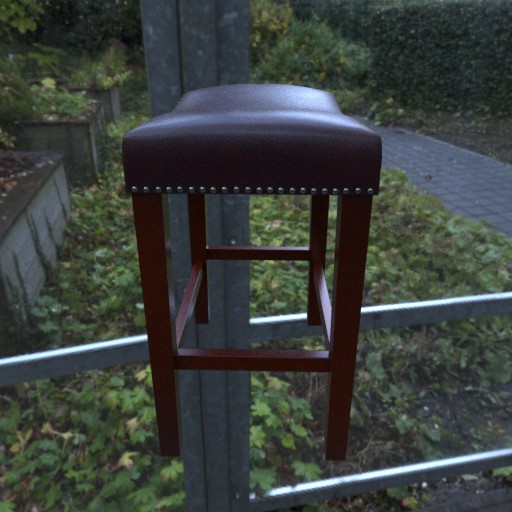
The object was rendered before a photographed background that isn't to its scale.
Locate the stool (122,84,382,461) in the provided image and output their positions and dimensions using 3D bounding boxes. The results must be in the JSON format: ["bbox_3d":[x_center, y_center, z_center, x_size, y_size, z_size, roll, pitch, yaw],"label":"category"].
[{"bbox_3d":[0.000,0.000,0.954,0.372,0.657,0.504,1,26,1],"label":"stool"}]
